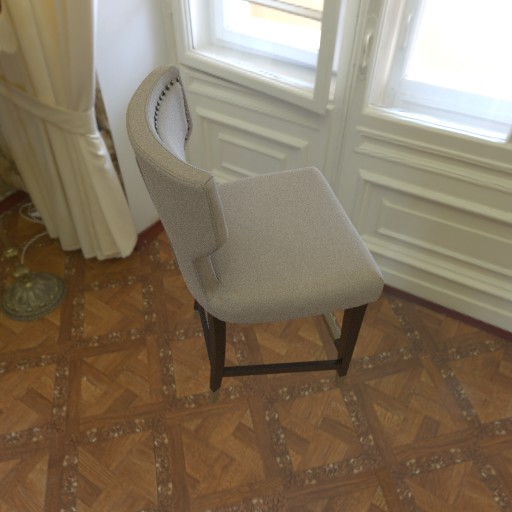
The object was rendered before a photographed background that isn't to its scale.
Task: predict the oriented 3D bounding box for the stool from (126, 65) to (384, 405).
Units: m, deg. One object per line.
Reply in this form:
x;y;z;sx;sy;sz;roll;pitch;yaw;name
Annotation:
0.000;0.000;1.321;0.563;0.982;0.527;-11;48;-10;stool
